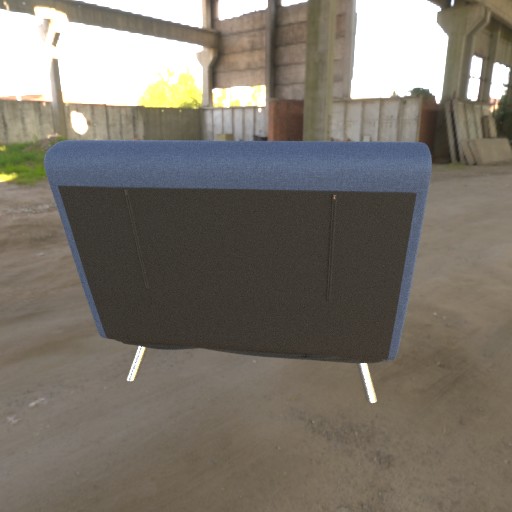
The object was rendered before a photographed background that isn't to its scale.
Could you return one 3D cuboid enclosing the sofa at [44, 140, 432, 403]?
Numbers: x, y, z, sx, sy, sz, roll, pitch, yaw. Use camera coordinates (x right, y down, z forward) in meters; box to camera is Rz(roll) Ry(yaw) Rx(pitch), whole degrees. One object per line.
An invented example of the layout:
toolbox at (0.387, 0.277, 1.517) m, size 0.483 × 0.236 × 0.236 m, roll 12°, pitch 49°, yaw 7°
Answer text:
sofa at (0.000, 0.000, 1.653) m, size 0.999 × 0.860 × 0.996 m, roll 2°, pitch 17°, yaw 8°
